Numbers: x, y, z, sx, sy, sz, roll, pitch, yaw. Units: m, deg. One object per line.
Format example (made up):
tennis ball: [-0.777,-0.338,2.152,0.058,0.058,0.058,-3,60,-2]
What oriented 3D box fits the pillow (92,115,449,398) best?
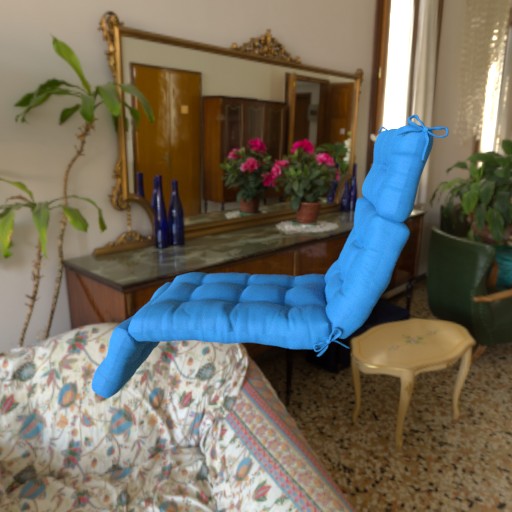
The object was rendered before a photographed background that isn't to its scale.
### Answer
pillow: [0.000,0.000,1.474,1.016,0.863,0.526,2,14,8]
